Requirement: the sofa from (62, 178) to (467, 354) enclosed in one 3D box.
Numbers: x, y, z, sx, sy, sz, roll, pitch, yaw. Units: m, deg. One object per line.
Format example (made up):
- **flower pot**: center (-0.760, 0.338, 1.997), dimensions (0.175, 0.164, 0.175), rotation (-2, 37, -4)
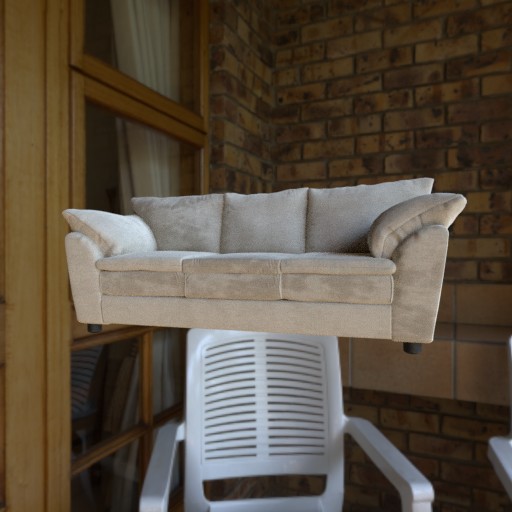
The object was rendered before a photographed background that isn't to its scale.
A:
- **sofa**: center (0.000, 0.000, 2.852), dimensions (2.377, 0.981, 0.893), rotation (0, 0, 18)
